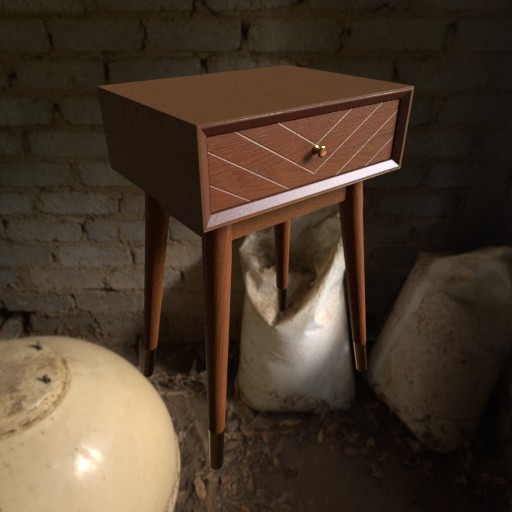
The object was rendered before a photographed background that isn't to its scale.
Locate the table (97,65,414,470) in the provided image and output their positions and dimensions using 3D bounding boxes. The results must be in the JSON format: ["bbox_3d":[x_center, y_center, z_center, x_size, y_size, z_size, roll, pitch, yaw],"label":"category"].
[{"bbox_3d":[0.000,0.000,0.825,0.406,0.599,0.300,-21,37,-32],"label":"table"}]
